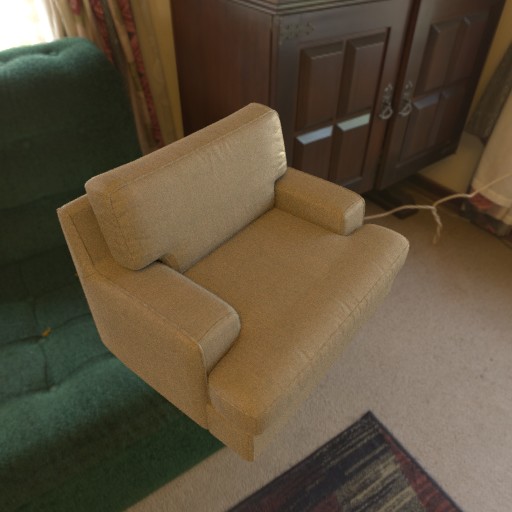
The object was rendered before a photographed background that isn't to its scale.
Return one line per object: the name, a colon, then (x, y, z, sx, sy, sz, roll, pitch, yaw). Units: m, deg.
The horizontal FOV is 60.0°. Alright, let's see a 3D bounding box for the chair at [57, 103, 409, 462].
chair: (0.000, 0.000, 2.028, 1.043, 0.974, 1.270, 27, 47, 29)
